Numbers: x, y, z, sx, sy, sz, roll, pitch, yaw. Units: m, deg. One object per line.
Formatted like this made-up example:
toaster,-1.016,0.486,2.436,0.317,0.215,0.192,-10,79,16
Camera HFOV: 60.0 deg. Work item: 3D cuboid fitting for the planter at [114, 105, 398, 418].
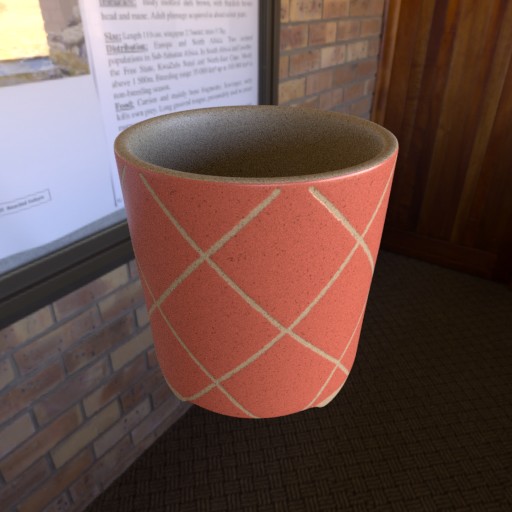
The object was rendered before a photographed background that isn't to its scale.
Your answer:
planter,0.000,0.000,0.424,0.227,0.235,0.227,0,30,0
